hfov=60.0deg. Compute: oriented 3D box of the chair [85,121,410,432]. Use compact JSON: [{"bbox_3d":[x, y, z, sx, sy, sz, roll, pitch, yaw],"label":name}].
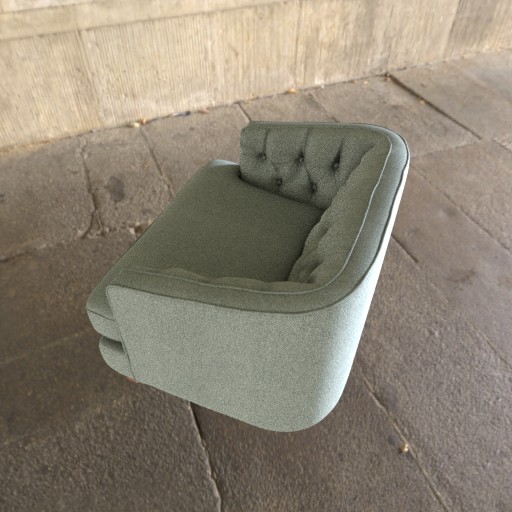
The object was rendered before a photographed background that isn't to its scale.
[{"bbox_3d":[0.000,0.000,1.766,0.945,0.852,1.094,16,47,16],"label":"chair"}]
